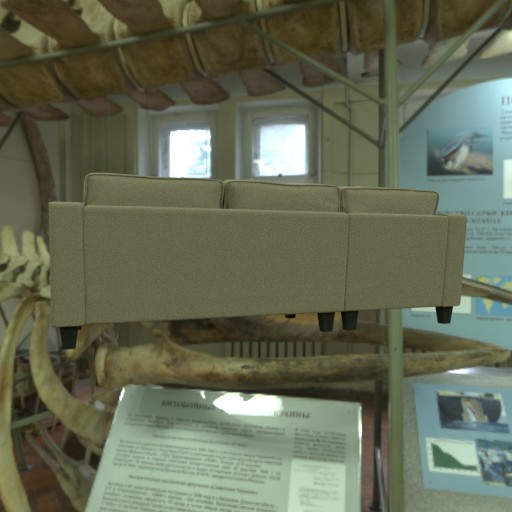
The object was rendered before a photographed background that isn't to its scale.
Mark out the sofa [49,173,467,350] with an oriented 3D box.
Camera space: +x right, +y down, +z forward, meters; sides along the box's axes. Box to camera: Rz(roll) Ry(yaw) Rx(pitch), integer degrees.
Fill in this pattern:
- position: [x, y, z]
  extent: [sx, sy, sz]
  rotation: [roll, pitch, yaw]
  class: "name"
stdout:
- position: [0.000, 0.000, 3.169]
  extent: [2.561, 0.928, 1.294]
  rotation: [0, 1, -19]
  class: "sofa"
